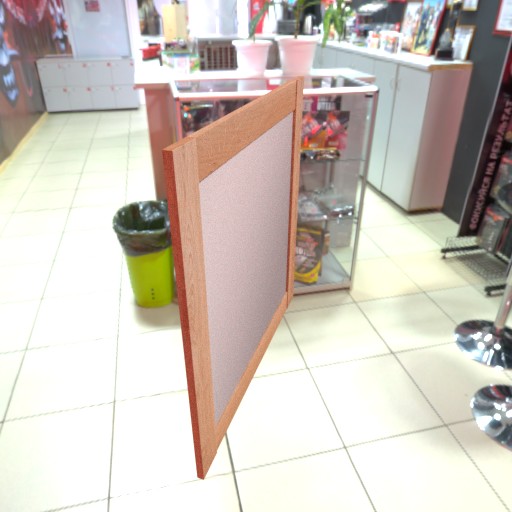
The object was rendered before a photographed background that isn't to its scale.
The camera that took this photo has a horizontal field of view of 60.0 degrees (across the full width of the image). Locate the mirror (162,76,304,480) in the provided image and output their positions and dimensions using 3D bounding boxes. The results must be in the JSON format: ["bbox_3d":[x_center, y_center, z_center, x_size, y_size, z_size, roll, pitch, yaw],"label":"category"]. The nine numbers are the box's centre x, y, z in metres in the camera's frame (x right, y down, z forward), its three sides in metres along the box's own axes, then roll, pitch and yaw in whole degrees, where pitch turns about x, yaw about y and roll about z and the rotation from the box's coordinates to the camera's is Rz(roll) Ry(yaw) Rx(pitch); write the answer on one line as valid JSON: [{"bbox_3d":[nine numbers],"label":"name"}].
[{"bbox_3d":[0.000,0.000,1.191,0.020,0.800,0.800,10,31,17],"label":"mirror"}]
